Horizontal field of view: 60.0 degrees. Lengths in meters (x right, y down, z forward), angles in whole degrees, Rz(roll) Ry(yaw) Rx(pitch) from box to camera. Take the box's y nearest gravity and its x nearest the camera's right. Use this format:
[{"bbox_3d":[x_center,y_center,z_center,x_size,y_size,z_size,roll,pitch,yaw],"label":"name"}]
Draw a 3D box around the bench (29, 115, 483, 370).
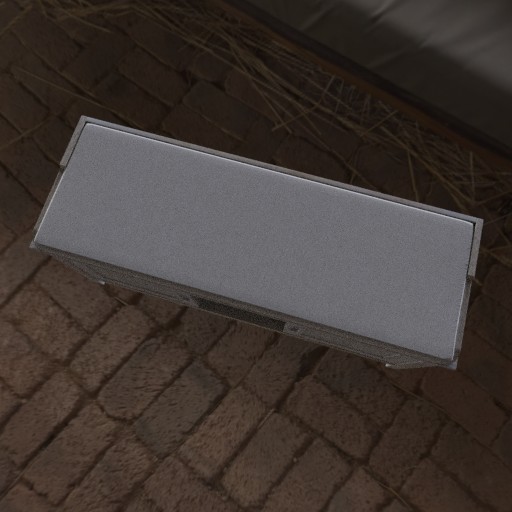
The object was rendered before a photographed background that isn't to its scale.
[{"bbox_3d":[0.000,0.000,1.382,1.140,0.501,0.398,15,75,4],"label":"bench"}]
